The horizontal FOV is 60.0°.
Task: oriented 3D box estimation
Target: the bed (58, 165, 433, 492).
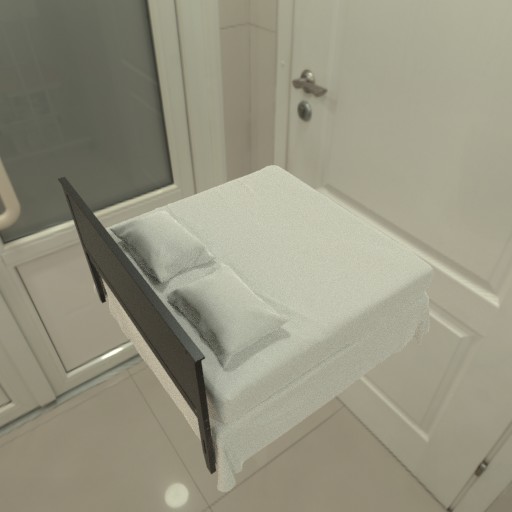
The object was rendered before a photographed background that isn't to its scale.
[{"bbox_3d":[0.000,0.000,3.578,2.219,1.271,2.315,-26,47,-26],"label":"bed"}]
